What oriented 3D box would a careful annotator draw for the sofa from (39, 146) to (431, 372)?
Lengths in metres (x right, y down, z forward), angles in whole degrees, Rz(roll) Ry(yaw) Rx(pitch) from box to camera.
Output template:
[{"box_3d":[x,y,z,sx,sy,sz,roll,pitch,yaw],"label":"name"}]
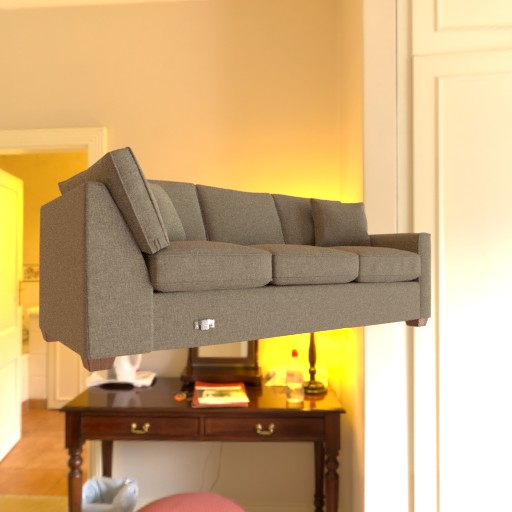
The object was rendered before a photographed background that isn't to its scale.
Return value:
[{"box_3d":[0.000,0.000,2.783,2.317,0.962,1.061,0,-1,-35],"label":"sofa"}]
